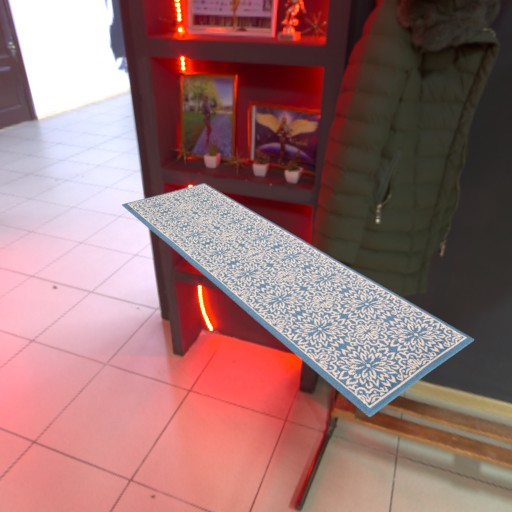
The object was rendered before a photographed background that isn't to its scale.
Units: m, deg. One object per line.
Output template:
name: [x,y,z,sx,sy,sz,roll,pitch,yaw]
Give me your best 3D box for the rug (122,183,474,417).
rug: [0.000,0.000,2.453,0.662,0.011,2.196,-21,37,-31]
